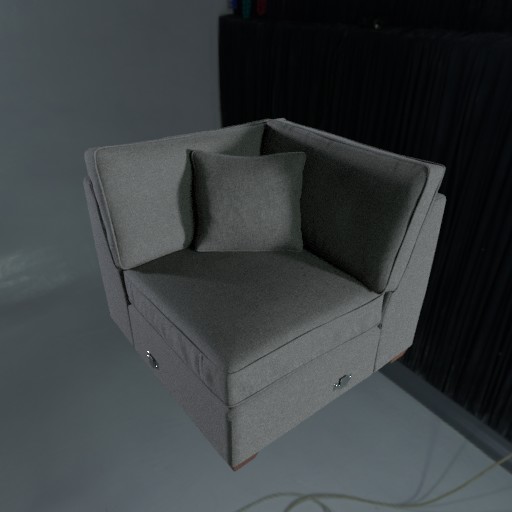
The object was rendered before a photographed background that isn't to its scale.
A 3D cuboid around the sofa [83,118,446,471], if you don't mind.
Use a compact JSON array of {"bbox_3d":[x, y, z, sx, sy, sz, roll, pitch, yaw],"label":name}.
[{"bbox_3d":[0.000,0.000,1.962,1.084,1.002,1.146,-21,36,-32],"label":"sofa"}]
